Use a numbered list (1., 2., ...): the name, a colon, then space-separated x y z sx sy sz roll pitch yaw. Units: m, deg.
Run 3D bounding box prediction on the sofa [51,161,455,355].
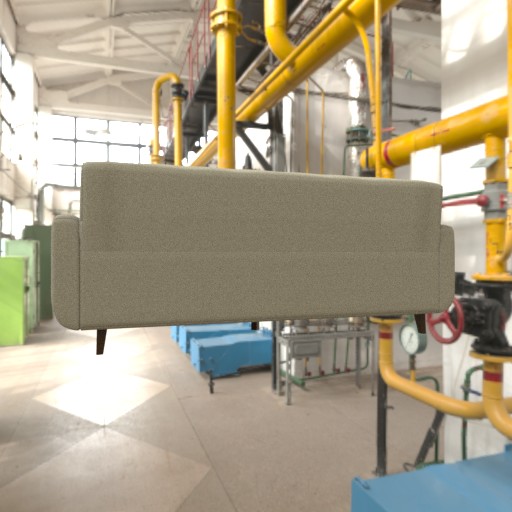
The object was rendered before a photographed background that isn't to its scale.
1. sofa: 0.000 0.000 2.642 2.137 0.892 0.980 0 0 -18
